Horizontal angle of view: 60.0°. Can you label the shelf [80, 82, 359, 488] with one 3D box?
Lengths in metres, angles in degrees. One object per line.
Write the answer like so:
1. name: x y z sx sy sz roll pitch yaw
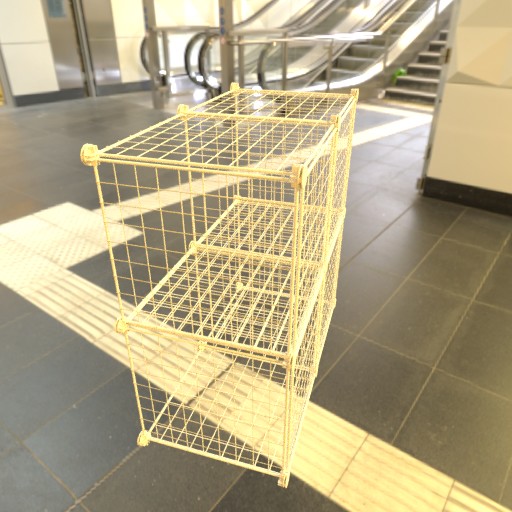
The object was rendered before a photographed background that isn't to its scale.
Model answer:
1. shelf: 0.000 0.000 1.113 0.356 0.711 0.711 9 31 15
